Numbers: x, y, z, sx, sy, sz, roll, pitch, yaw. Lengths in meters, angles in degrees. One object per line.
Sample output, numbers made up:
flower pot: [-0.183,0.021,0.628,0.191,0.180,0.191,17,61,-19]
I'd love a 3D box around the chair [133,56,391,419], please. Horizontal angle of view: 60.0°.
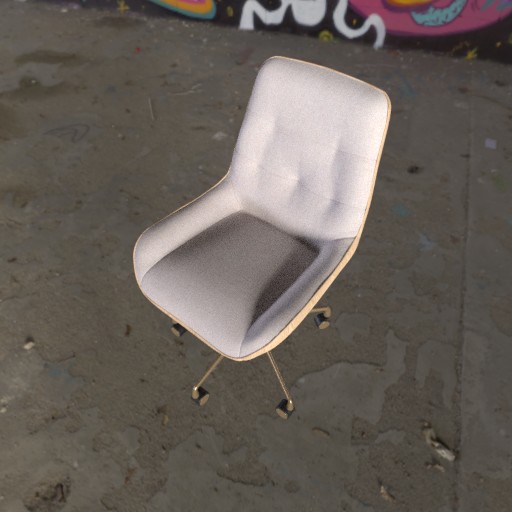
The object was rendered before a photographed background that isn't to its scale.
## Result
chair: [0.000,0.000,1.358,0.564,0.952,0.668,30,54,26]
